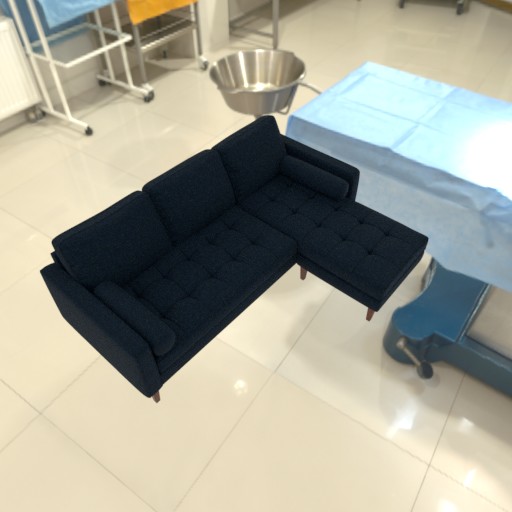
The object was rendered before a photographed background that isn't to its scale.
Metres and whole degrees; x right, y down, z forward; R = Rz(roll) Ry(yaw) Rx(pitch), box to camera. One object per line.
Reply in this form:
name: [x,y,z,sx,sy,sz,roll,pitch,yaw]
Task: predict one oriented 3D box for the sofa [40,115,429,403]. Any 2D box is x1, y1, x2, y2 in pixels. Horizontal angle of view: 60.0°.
sofa: [0.000,0.000,2.982,1.613,0.841,2.185,32,54,27]
